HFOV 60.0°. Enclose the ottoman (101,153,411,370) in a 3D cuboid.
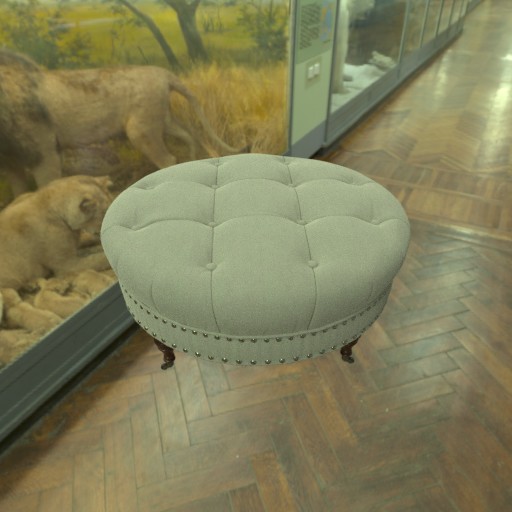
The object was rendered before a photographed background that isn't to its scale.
[{"bbox_3d":[0.000,0.000,1.421,0.901,0.439,0.901,0,34,0],"label":"ottoman"}]
